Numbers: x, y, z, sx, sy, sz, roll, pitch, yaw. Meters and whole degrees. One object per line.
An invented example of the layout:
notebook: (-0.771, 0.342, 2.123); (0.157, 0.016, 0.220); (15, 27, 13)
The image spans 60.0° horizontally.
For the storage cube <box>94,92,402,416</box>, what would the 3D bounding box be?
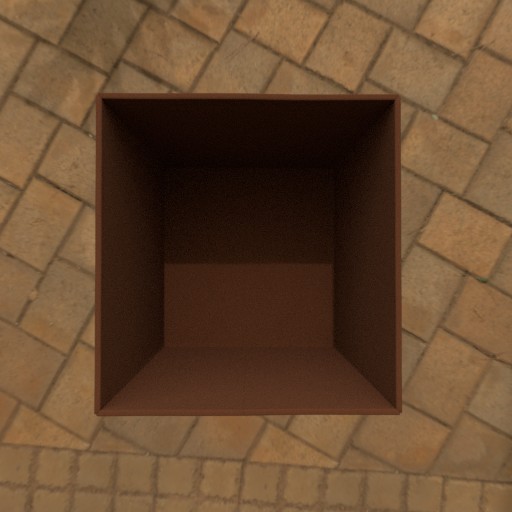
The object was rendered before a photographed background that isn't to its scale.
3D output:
storage cube: (0.000, 0.000, 0.502); (0.270, 0.280, 0.270); (0, 89, -1)
